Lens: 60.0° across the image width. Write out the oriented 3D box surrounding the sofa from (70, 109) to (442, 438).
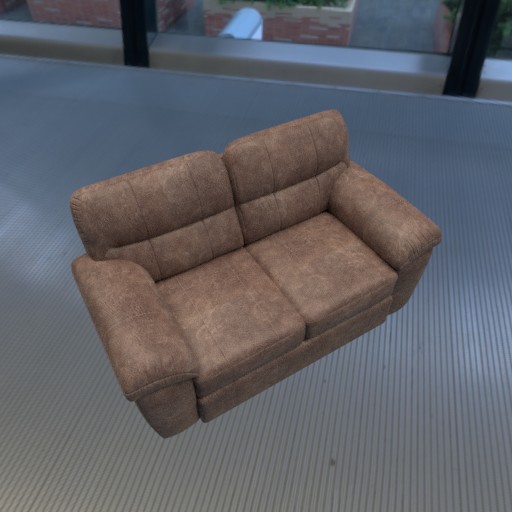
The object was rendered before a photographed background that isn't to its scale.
[{"bbox_3d":[0.000,0.000,2.373,1.753,0.991,0.991,-23,50,-21],"label":"sofa"}]
